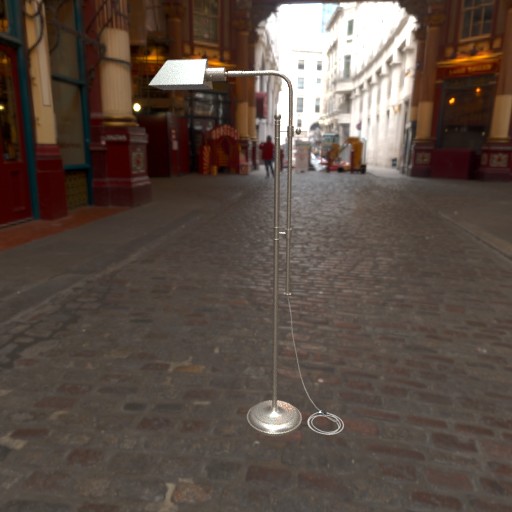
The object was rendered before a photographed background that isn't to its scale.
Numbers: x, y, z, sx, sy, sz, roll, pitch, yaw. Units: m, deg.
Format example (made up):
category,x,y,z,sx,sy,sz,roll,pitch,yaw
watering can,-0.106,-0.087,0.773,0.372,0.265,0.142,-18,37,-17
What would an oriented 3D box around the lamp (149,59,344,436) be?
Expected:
category,x,y,z,sx,sy,sz,roll,pitch,yaw
lamp,0.000,0.000,1.896,0.813,1.571,0.256,2,14,8
